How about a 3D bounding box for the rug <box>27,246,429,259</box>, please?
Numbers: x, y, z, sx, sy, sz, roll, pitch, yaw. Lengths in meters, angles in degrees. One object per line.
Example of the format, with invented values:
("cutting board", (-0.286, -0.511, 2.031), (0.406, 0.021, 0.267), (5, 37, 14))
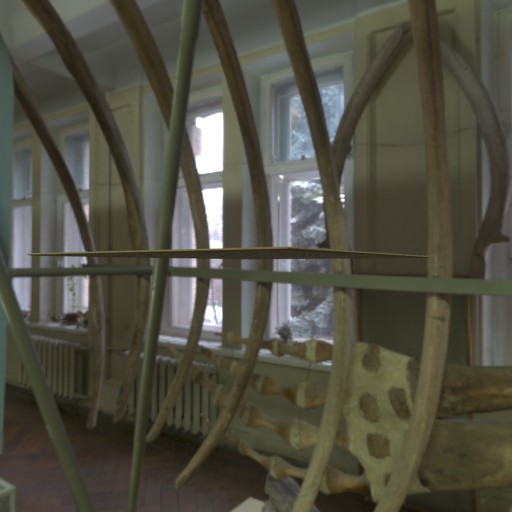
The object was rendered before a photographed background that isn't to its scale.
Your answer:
("rug", (0.000, 0.000, 4.118), (2.413, 0.020, 3.041), (-1, -1, 34))
